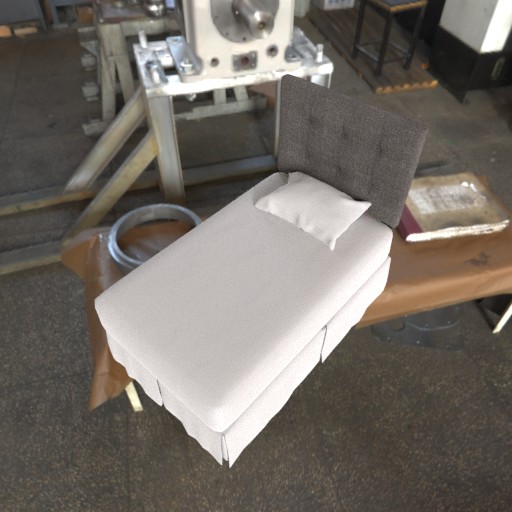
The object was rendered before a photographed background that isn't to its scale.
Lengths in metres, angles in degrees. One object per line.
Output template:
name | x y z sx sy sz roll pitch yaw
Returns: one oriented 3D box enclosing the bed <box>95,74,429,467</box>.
bed | 0.000 0.000 3.052 1.261 1.571 1.997 33 55 27
